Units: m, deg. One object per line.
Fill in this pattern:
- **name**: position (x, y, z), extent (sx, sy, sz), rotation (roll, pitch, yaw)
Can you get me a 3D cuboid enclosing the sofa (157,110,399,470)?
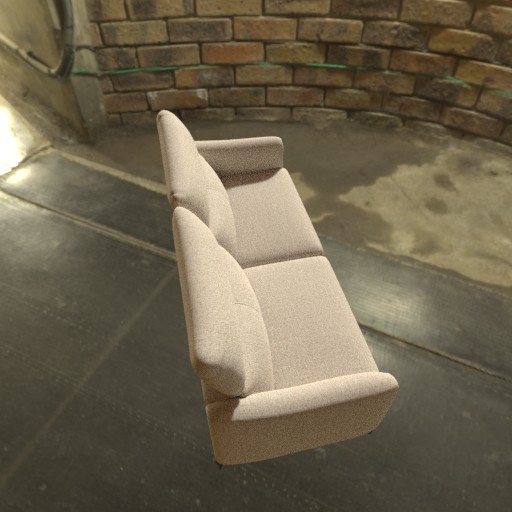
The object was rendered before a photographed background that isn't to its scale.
- **sofa**: position (0.000, 0.000, 2.502), extent (0.856, 0.956, 2.015), rotation (-10, 48, -9)
